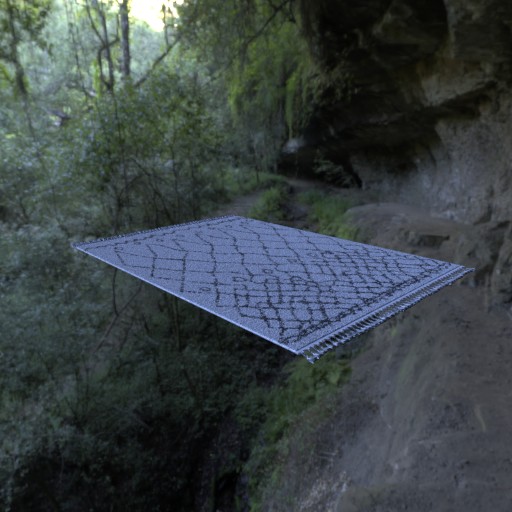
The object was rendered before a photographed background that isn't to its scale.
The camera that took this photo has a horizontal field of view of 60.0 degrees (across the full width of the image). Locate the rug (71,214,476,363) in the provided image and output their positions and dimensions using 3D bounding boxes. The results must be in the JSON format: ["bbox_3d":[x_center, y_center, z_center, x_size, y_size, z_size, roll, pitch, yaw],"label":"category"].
[{"bbox_3d":[0.000,0.000,3.030,1.613,0.017,2.312,-16,23,-42],"label":"rug"}]
